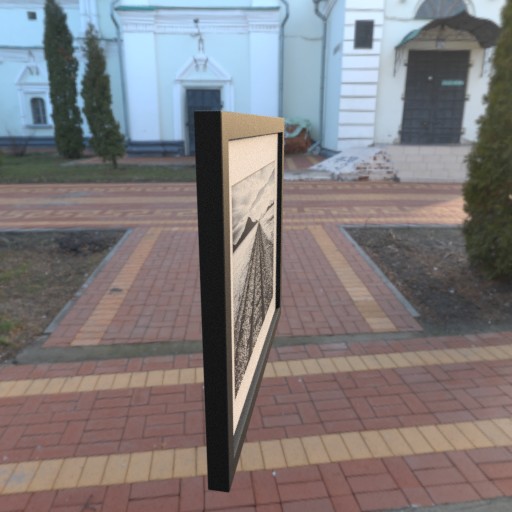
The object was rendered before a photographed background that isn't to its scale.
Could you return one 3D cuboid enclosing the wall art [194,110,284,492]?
[{"bbox_3d":[0.000,0.000,0.759,0.029,0.458,0.559,3,17,9],"label":"wall art"}]
